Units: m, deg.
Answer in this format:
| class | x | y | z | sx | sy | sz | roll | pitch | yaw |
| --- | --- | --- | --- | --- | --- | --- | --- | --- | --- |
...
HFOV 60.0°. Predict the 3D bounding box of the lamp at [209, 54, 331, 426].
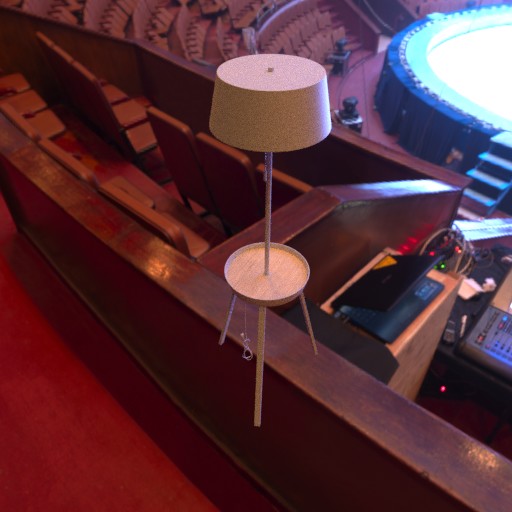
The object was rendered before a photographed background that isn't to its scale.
| class | x | y | z | sx | sy | sz | roll | pitch | yaw |
| --- | --- | --- | --- | --- | --- | --- | --- | --- | --- |
| lamp | 0.000 | 0.000 | 1.710 | 0.468 | 1.429 | 0.508 | 26 | 47 | 27 |
